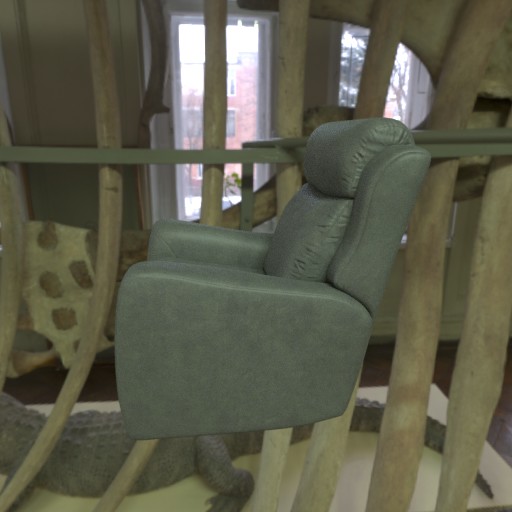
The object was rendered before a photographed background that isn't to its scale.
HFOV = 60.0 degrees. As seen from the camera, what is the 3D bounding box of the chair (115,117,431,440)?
[{"bbox_3d":[0.000,0.000,1.893,1.068,1.116,0.965,-2,15,-6],"label":"chair"}]
